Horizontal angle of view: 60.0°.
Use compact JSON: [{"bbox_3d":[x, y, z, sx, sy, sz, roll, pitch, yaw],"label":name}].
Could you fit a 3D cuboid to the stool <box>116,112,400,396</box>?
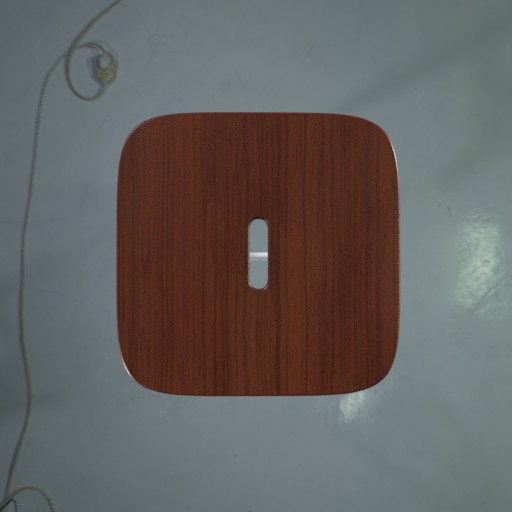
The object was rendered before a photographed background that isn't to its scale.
[{"bbox_3d":[0.000,0.000,0.862,0.376,0.610,0.376,0,89,-1],"label":"stool"}]
